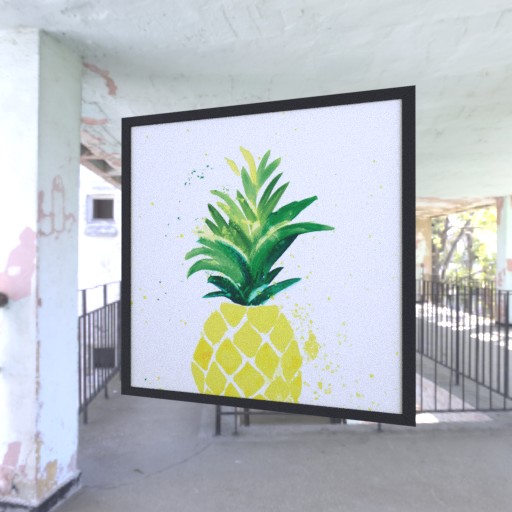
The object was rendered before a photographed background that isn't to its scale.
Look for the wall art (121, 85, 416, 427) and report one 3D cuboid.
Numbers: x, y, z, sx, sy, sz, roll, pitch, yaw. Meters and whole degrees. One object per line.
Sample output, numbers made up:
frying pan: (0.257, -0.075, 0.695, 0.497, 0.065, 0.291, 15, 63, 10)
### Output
wall art: (0.000, 0.000, 0.751, 0.508, 0.507, 0.033, 0, 0, 18)
